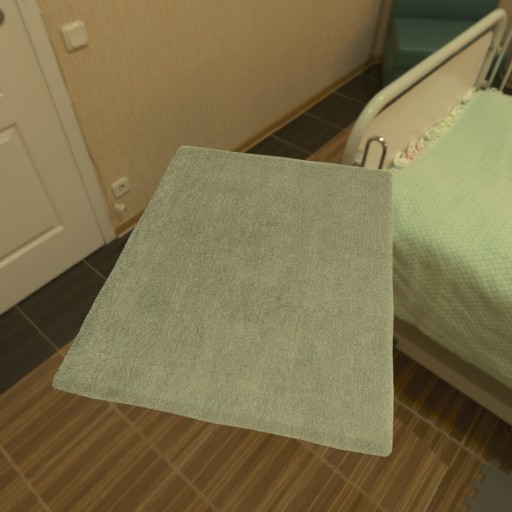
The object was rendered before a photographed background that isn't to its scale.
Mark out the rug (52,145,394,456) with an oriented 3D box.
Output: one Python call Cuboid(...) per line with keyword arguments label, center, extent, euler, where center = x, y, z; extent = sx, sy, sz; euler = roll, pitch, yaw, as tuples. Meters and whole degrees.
Cuboid(label="rug", center=(0.000, 0.000, 3.828), extent=(2.332, 0.027, 2.933), euler=(9, 49, 8))
